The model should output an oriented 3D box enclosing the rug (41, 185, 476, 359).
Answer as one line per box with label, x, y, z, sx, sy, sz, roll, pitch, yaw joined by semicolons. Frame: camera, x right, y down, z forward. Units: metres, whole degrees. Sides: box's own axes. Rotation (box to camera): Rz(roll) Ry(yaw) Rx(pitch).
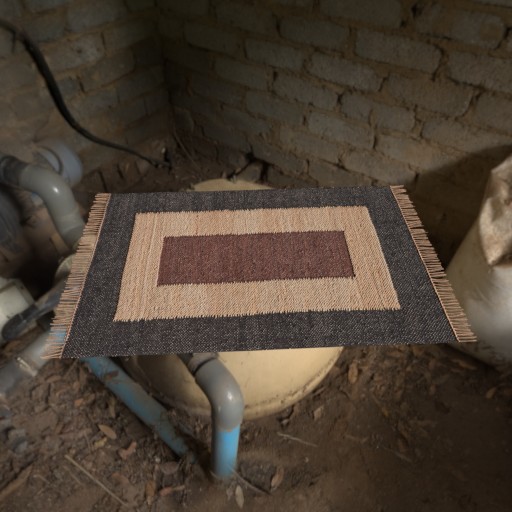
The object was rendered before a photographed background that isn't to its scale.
rug;0.000;0.000;2.456;2.021;0.027;1.224;-2;45;-2
